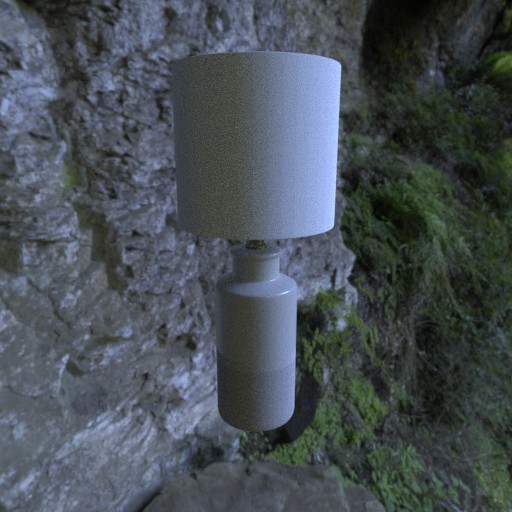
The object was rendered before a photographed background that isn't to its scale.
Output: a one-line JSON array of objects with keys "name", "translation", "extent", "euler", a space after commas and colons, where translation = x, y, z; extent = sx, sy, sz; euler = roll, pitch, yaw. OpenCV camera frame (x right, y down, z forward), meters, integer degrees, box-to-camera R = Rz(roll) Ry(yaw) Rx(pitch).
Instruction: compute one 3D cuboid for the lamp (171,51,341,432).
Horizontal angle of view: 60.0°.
[{"name": "lamp", "translation": [0.000, 0.000, 0.623], "extent": [0.212, 0.493, 0.212], "euler": [8, 17, 28]}]
